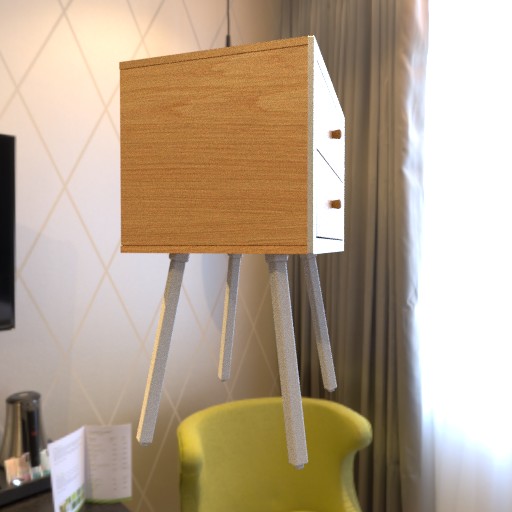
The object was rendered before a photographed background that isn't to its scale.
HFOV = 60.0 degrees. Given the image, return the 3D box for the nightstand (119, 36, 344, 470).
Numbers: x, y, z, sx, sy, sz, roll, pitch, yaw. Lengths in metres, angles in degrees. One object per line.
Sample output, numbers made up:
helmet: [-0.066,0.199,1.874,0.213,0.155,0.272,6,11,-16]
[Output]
nightstand: [0.000,0.000,0.831,0.316,0.601,0.400,0,1,17]
